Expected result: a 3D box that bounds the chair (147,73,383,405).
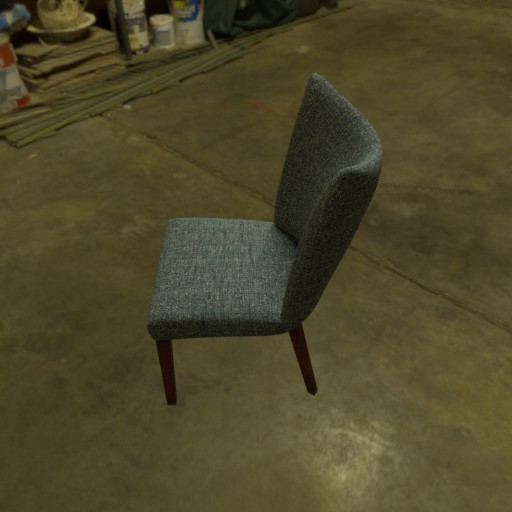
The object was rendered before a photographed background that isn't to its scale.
[{"bbox_3d":[0.000,0.000,1.369,0.623,0.924,0.535,-1,42,-1],"label":"chair"}]
